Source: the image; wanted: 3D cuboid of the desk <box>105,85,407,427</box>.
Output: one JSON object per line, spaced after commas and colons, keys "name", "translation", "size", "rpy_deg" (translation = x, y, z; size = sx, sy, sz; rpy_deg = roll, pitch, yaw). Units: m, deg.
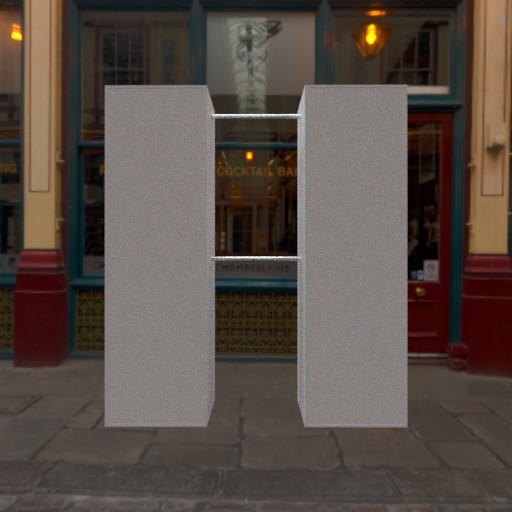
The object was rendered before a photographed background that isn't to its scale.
{"name": "desk", "translation": [0.000, 0.000, 2.833], "size": [1.770, 2.000, 0.480], "rpy_deg": [0, 0, 0]}
